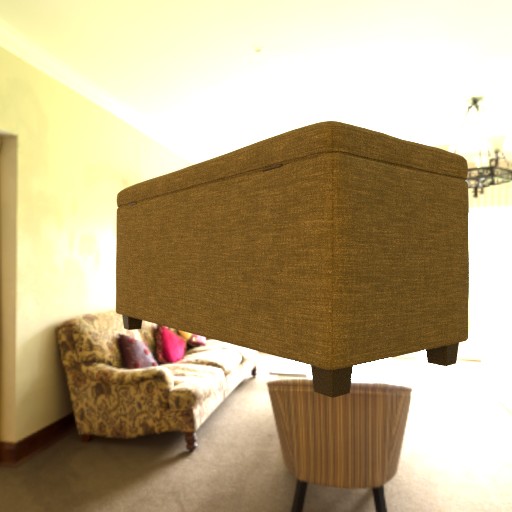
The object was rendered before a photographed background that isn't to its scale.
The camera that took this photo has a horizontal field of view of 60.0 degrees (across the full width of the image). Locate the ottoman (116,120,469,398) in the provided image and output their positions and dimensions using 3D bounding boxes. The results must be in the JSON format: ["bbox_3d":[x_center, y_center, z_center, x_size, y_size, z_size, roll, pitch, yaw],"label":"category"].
[{"bbox_3d":[0.000,0.000,1.105,0.419,0.432,0.902,0,-1,-37],"label":"ottoman"}]
